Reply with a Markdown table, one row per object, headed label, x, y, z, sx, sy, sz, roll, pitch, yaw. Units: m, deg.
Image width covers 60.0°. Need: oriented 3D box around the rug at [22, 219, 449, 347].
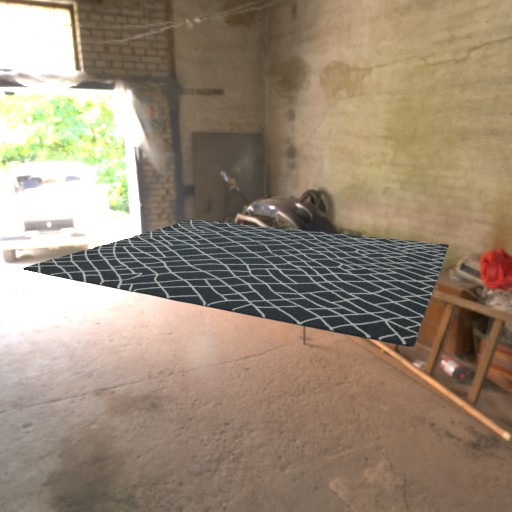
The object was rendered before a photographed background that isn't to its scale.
| label | x | y | z | sx | sy | sz | roll | pitch | yaw |
| --- | --- | --- | --- | --- | --- | --- | --- | --- | --- |
| rug | 0.000 | 0.000 | 3.983 | 3.047 | 0.022 | 2.439 | 8 | 17 | 26 |
